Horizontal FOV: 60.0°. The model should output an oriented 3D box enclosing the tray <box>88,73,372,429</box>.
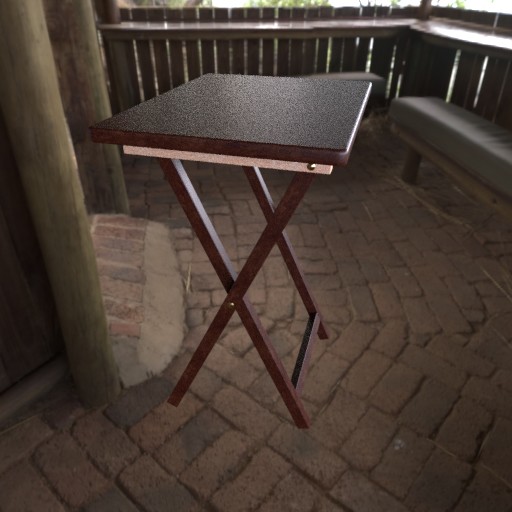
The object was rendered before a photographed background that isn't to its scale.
[{"bbox_3d":[0.000,0.000,0.973,0.381,0.660,0.483,9,33,14],"label":"tray"}]
